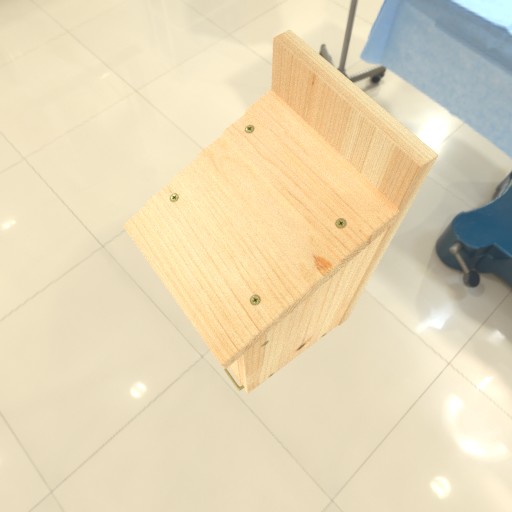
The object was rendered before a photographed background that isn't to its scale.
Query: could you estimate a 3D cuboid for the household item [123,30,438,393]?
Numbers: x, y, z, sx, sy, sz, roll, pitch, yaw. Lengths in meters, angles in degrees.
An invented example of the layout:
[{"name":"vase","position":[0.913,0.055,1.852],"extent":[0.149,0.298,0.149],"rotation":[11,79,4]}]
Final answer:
[{"name":"household item","position":[0.000,0.000,0.407],"extent":[0.171,0.300,0.149],"rotation":[-33,67,-16]}]
